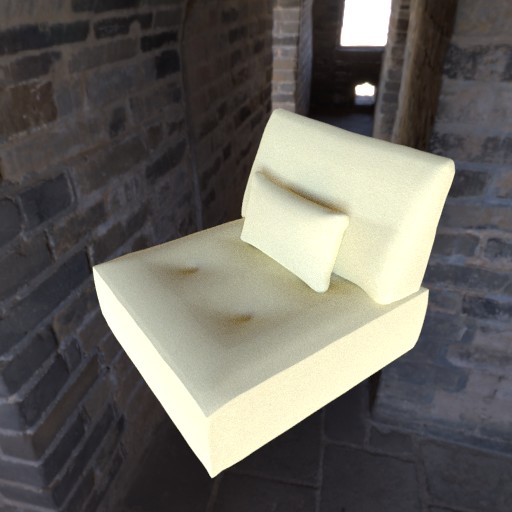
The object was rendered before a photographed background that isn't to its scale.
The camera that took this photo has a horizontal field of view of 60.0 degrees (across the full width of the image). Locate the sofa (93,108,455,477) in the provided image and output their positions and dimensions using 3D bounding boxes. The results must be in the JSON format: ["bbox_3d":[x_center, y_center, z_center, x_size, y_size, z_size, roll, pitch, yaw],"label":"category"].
[{"bbox_3d":[0.000,0.000,1.695,1.000,0.820,0.930,-21,37,-30],"label":"sofa"}]
